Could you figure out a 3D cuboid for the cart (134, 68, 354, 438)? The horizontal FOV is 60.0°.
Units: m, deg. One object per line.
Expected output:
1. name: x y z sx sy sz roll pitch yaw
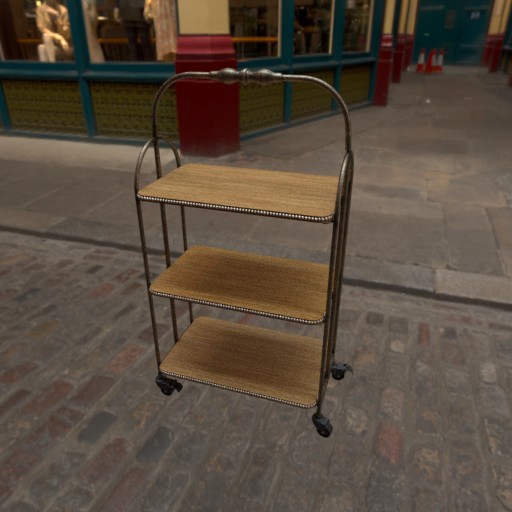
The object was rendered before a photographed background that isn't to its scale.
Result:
1. cart: 0.000 0.000 1.346 0.650 1.052 0.330 9 29 16
